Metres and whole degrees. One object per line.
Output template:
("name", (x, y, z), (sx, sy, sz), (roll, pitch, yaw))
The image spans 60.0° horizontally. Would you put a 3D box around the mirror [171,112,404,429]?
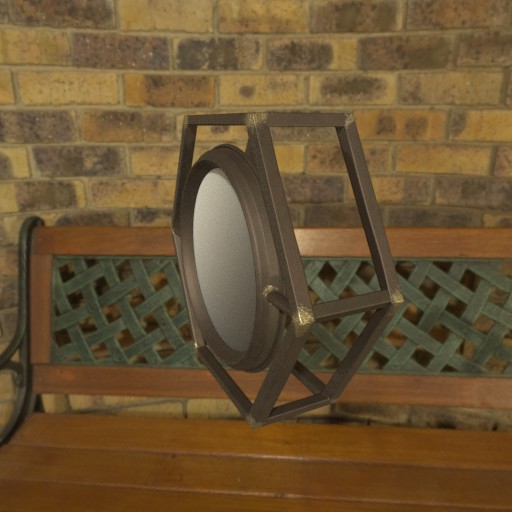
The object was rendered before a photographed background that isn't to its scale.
("mirror", (0.000, 0.000, 0.549), (0.119, 0.334, 0.380), (-8, 19, -25))
